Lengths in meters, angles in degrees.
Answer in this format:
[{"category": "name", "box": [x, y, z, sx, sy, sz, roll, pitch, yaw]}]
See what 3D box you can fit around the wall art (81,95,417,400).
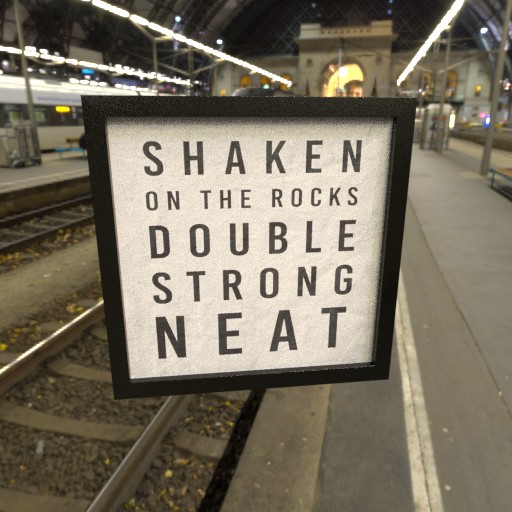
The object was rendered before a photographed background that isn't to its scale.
[{"category": "wall art", "box": [0.000, 0.000, 0.515, 0.349, 0.349, 0.014, -2, 17, -7]}]
